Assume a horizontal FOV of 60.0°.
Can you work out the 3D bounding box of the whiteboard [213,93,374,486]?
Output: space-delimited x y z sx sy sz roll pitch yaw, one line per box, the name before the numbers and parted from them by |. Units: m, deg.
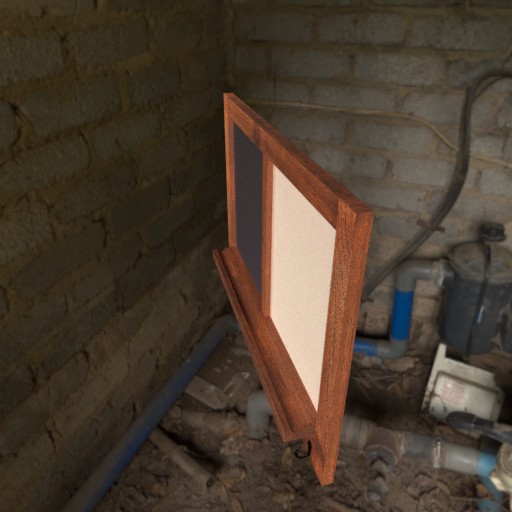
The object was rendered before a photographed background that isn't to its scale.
whiteboard | 0.000 0.000 0.988 0.083 0.553 0.768 -8 32 -13
